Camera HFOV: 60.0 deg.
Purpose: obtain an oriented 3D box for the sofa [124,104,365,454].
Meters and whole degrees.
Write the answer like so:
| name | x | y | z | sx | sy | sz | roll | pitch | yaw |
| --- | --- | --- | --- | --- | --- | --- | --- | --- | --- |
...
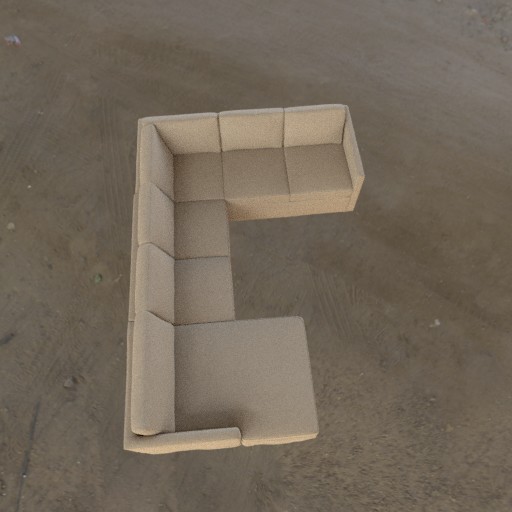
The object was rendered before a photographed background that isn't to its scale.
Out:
| name | x | y | z | sx | sy | sz | roll | pitch | yaw |
| --- | --- | --- | --- | --- | --- | --- | --- | --- | --- |
| sofa | 0.000 | 0.000 | 4.540 | 2.476 | 0.878 | 3.528 | -4 | 64 | -2 |
